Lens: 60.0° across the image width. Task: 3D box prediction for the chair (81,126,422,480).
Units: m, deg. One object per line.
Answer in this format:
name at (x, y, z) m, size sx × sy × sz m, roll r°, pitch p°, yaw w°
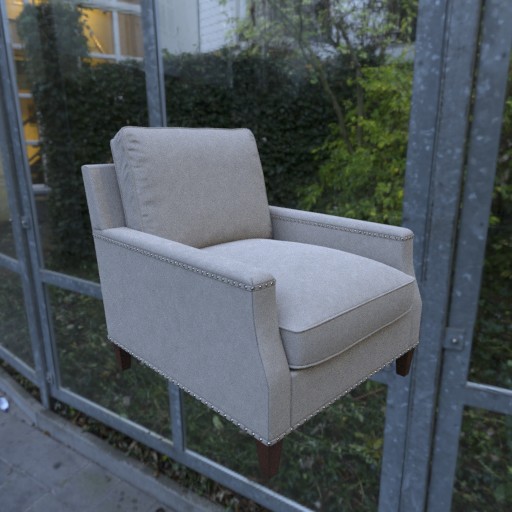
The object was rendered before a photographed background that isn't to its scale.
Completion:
chair at (0.000, 0.000, 1.676) m, size 0.853 × 0.943 × 1.014 m, roll -15°, pitch 21°, yaw -43°
